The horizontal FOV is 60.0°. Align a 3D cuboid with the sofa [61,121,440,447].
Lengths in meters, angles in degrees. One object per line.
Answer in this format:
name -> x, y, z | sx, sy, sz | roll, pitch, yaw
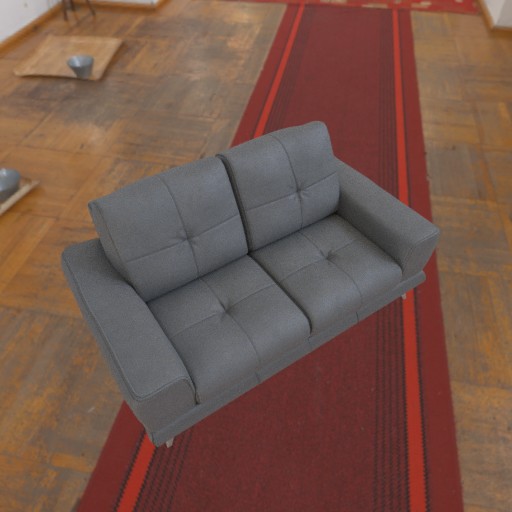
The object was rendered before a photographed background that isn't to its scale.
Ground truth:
sofa -> 0.000, 0.000, 2.377 | 1.806, 0.907, 1.018 | -26, 51, -23
